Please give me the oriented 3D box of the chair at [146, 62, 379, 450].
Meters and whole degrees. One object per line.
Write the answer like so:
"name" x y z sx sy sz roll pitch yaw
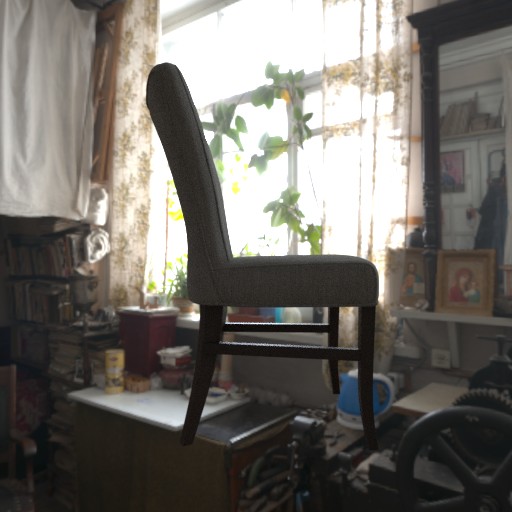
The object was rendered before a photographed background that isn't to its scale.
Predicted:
"chair" 0.000 0.000 1.369 0.660 0.991 0.520 0 0 -1
